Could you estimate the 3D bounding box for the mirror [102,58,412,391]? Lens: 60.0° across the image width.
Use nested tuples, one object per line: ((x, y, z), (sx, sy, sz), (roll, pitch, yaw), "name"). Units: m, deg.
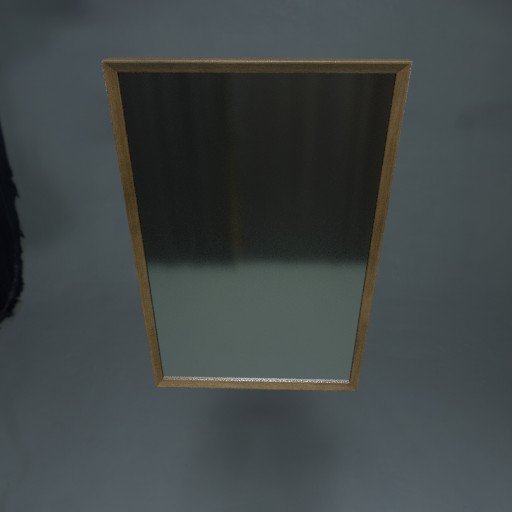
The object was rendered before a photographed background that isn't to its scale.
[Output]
((0.000, 0.000, 1.120), (0.609, 0.915, 0.041), (1, 31, 1), "mirror")
